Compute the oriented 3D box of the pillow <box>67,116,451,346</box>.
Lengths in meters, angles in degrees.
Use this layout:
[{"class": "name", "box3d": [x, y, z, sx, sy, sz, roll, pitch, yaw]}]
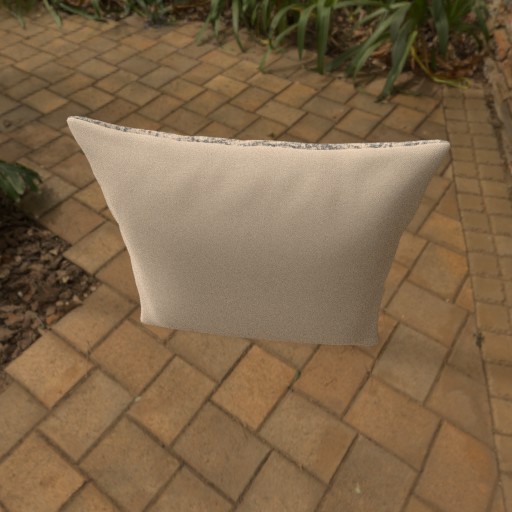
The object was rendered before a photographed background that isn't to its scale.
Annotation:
[{"class": "pillow", "box3d": [0.000, 0.000, 0.780, 0.523, 0.510, 0.166, 5, 48, 5]}]
